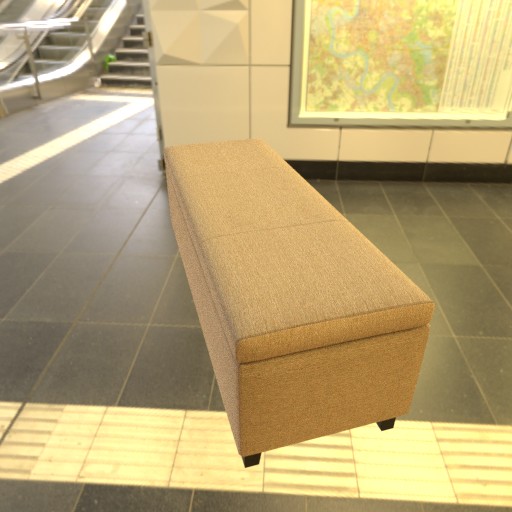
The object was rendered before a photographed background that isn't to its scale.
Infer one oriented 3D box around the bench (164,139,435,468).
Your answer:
[{"bbox_3d":[0.000,0.000,1.490,0.446,0.438,1.269,-9,32,-14],"label":"bench"}]
